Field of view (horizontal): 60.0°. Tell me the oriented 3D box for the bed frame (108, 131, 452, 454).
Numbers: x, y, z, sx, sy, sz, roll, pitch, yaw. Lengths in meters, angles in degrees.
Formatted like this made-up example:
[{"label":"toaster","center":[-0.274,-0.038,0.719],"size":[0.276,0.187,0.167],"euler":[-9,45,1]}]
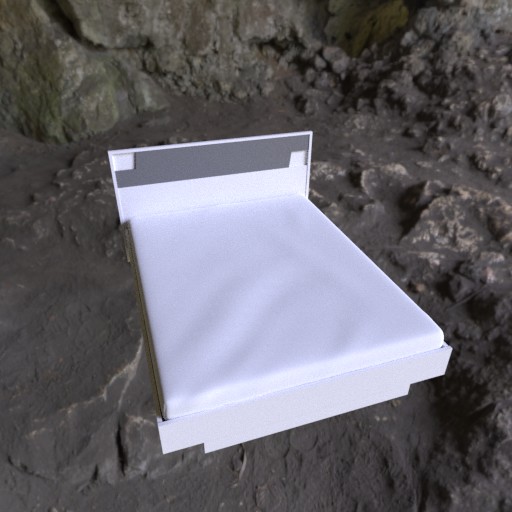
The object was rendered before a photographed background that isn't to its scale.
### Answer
[{"label":"bed frame","center":[0.000,0.000,3.063],"size":[1.711,1.001,2.100],"euler":[-10,33,-15]}]
